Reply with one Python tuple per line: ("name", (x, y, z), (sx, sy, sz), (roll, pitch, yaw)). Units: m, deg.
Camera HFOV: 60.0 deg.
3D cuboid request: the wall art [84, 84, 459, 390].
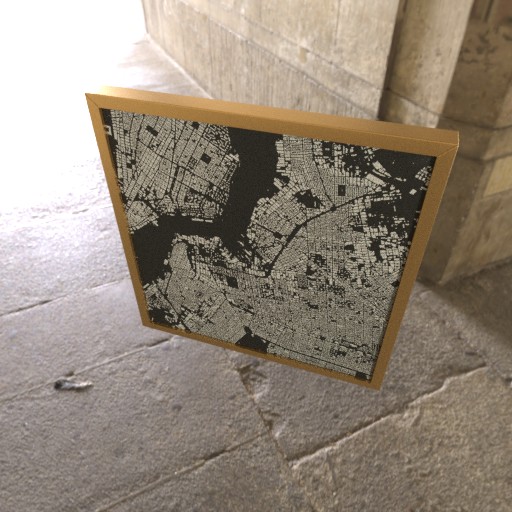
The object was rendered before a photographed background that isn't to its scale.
("wall art", (0.000, 0.000, 0.452), (0.305, 0.305, 0.023), (12, 42, 14))
